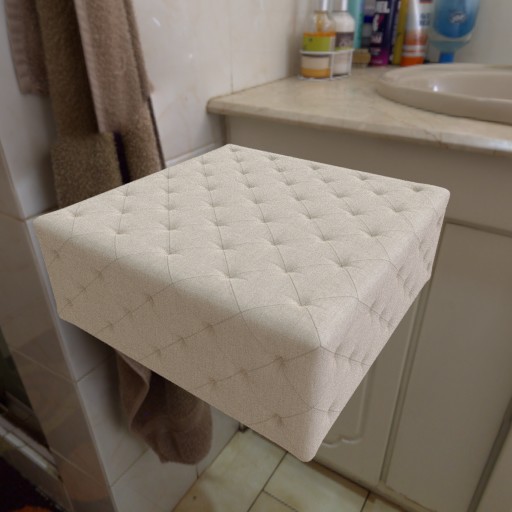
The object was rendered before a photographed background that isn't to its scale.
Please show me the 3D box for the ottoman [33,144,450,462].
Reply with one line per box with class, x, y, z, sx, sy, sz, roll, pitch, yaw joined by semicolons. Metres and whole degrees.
ottoman;0.000;0.000;1.601;1.028;0.439;1.028;19;36;29
